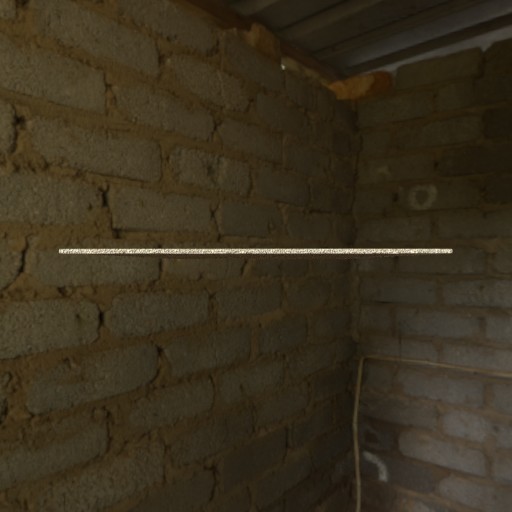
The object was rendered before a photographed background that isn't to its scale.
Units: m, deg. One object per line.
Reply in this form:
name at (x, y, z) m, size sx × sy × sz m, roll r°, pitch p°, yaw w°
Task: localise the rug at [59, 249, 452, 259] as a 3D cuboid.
rug at (0.000, 0.000, 2.855) m, size 1.532 × 0.018 × 2.297 m, roll 0°, pitch -1°, yaw 0°
